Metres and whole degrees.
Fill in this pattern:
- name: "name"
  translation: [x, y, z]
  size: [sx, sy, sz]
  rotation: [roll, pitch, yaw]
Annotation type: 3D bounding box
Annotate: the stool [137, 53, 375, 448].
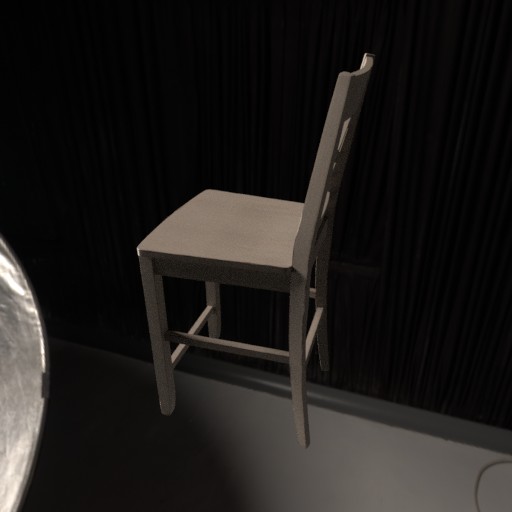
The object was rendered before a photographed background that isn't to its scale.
- name: "stool"
  translation: [0.000, 0.000, 1.317]
  size: [0.539, 1.079, 0.462]
  rotation: [9, 30, 16]
